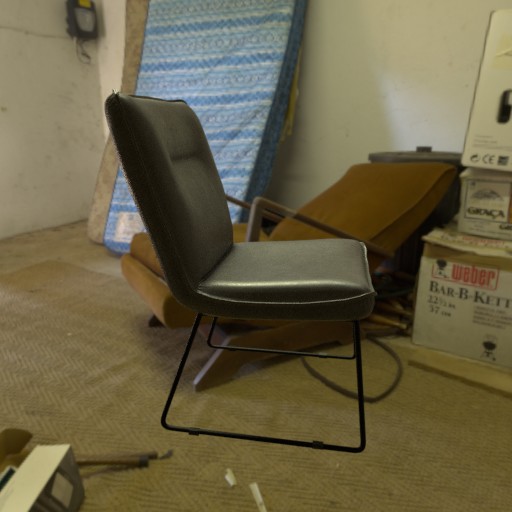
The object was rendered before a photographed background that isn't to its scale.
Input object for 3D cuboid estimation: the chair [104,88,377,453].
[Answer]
[{"bbox_3d":[0.000,0.000,1.348,0.688,0.932,0.515,3,17,9],"label":"chair"}]
